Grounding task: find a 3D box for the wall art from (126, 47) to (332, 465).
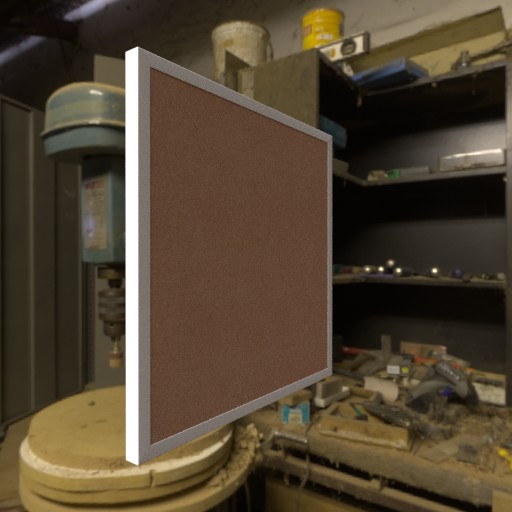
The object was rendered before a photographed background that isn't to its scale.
[{"bbox_3d":[0.000,0.000,1.119,0.036,0.760,0.760,0,0,37],"label":"wall art"}]
